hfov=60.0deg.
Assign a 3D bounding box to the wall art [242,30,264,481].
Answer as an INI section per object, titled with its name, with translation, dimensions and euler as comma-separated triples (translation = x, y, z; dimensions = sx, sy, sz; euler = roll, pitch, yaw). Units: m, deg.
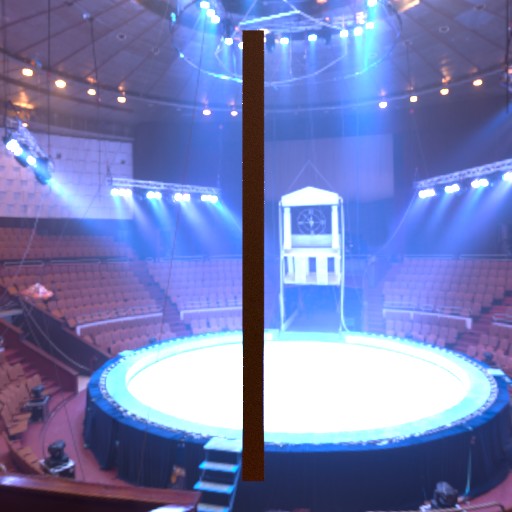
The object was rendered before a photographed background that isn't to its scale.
[wall art]
translation = 0.000, 0.000, 1.127
dimensions = 0.037, 0.760, 0.762
euler = 0, 0, 1
